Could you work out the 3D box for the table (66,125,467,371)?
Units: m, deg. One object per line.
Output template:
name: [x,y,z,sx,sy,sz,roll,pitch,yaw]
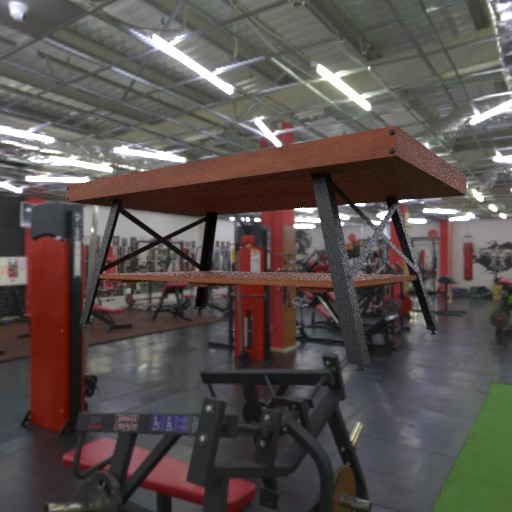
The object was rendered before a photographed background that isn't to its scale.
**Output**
table: [0.000,0.000,1.351,1.067,0.457,0.610,0,-1,36]
